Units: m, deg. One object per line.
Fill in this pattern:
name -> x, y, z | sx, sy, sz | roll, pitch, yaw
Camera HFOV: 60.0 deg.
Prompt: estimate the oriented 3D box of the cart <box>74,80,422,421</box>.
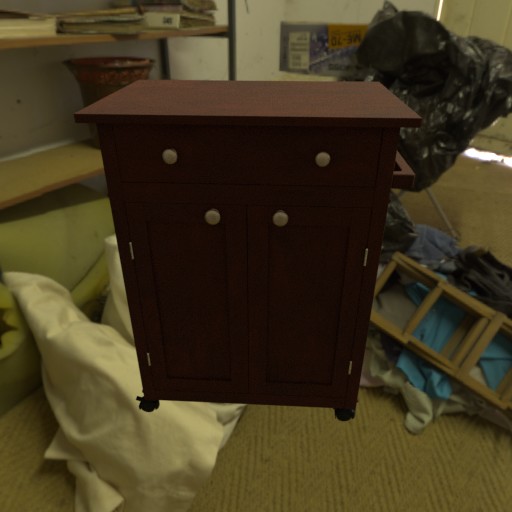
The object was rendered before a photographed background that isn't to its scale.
cart -> 0.000, 0.000, 1.247 | 0.683, 0.864, 0.442 | 2, 30, 3
